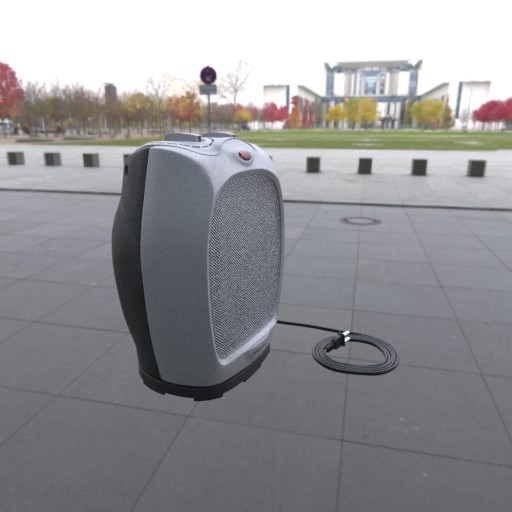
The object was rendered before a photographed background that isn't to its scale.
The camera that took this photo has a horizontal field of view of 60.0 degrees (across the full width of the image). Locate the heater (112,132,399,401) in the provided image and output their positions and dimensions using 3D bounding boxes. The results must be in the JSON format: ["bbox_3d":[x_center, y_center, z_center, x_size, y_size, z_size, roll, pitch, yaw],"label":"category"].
[{"bbox_3d":[0.000,0.000,0.474,0.291,0.255,0.239,9,19,27],"label":"heater"}]
